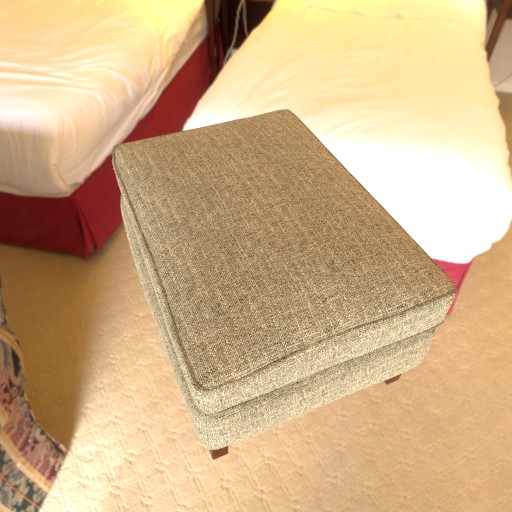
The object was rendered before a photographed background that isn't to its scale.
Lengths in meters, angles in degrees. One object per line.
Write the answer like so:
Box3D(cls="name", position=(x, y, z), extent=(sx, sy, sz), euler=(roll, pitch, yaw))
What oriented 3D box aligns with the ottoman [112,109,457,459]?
Box3D(cls="ottoman", position=(0.000, 0.000, 0.991), extent=(0.508, 0.406, 0.686), euler=(-17, 49, -15))
